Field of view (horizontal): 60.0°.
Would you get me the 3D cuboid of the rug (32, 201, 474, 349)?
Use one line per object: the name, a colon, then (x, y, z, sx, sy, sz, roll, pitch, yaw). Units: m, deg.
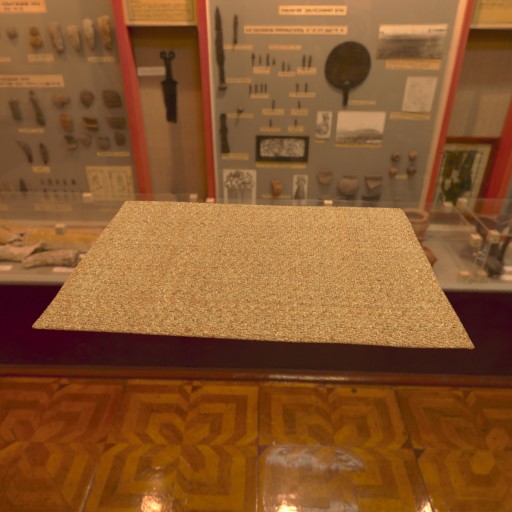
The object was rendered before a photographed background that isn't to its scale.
rug: (0.000, 0.000, 2.769, 2.141, 0.013, 1.566, 2, 31, 3)
